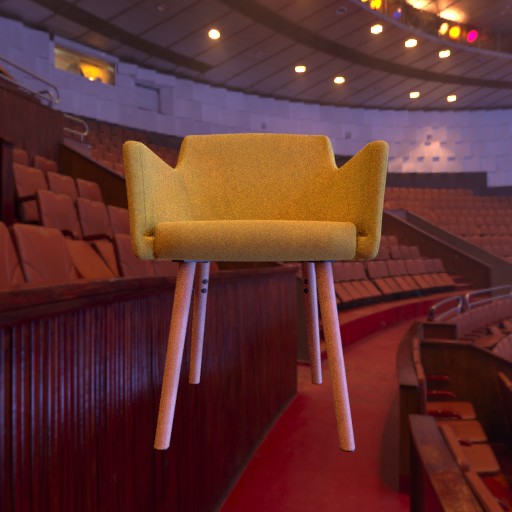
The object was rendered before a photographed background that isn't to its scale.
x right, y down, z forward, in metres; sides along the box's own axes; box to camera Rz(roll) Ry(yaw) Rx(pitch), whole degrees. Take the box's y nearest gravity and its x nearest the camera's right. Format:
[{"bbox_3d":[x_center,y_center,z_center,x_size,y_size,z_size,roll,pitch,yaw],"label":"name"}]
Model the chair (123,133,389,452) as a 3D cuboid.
[{"bbox_3d":[0.000,0.000,1.167,0.570,0.780,0.570,0,0,0],"label":"chair"}]
